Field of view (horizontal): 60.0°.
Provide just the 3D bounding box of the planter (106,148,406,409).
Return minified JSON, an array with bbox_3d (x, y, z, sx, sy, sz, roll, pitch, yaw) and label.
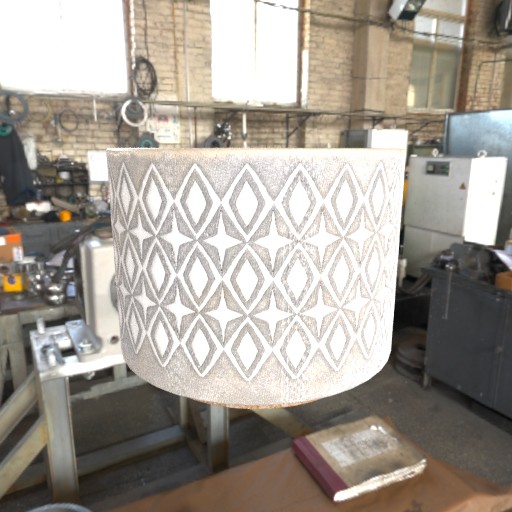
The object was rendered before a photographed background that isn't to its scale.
[{"bbox_3d":[0.000,0.000,0.270,0.164,0.127,0.164,0,13,0],"label":"planter"}]
